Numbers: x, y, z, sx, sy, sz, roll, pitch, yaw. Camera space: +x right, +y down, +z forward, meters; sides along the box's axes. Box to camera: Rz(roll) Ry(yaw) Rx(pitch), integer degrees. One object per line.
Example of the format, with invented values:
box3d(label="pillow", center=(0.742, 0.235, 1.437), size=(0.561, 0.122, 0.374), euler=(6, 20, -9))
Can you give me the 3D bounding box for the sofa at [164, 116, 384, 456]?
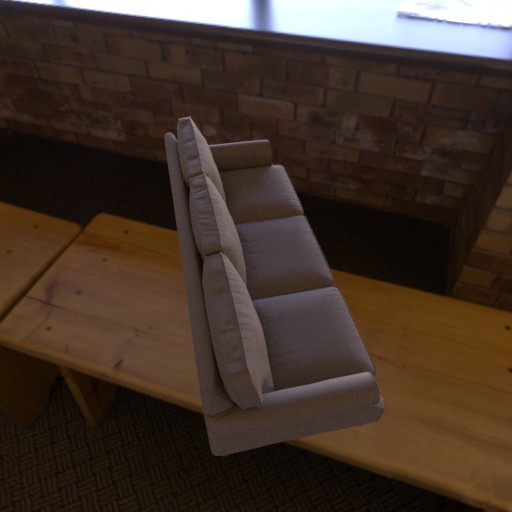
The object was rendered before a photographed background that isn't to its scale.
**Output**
box3d(label="sofa", center=(0.000, 0.000, 2.921), size=(0.966, 0.948, 2.353), euler=(-9, 47, -9))
